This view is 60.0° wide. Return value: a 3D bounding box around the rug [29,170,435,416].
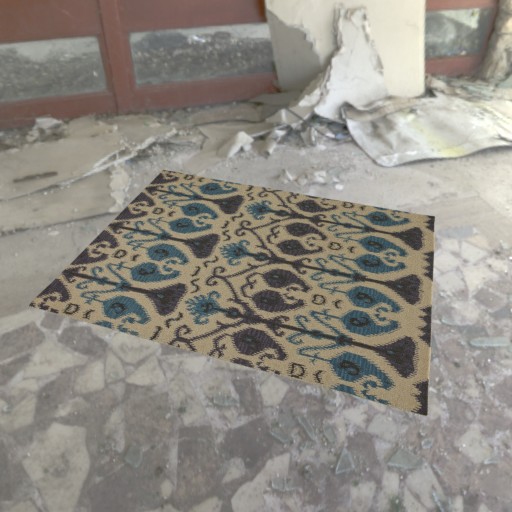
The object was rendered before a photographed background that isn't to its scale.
[{"bbox_3d":[0.000,0.000,4.222,3.228,0.024,2.443,12,41,14],"label":"rug"}]
